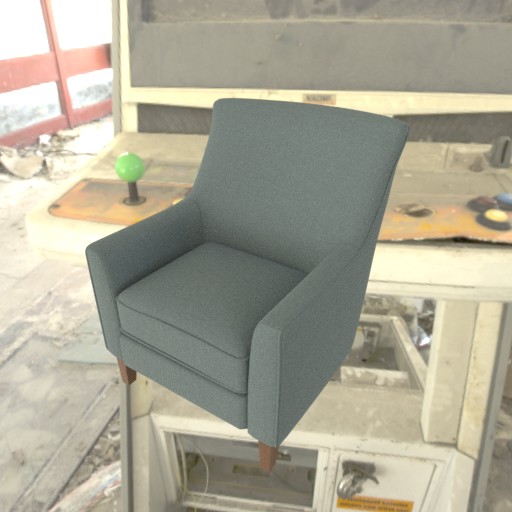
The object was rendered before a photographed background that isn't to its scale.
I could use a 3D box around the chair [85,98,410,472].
[{"bbox_3d":[0.000,0.000,1.560,0.756,0.916,0.879,19,34,30],"label":"chair"}]
